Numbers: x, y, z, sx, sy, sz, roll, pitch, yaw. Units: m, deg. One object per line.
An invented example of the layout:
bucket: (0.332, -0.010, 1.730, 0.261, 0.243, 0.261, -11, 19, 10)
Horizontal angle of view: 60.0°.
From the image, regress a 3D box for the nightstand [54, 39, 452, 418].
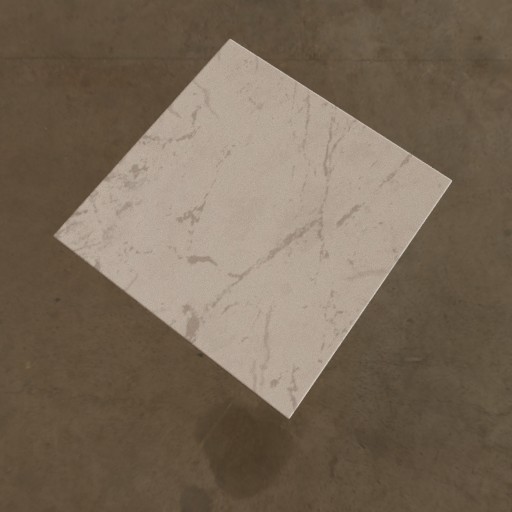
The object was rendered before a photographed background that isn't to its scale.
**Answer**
nightstand: (0.000, 0.000, 0.897, 0.455, 0.554, 0.455, 36, 78, 8)
